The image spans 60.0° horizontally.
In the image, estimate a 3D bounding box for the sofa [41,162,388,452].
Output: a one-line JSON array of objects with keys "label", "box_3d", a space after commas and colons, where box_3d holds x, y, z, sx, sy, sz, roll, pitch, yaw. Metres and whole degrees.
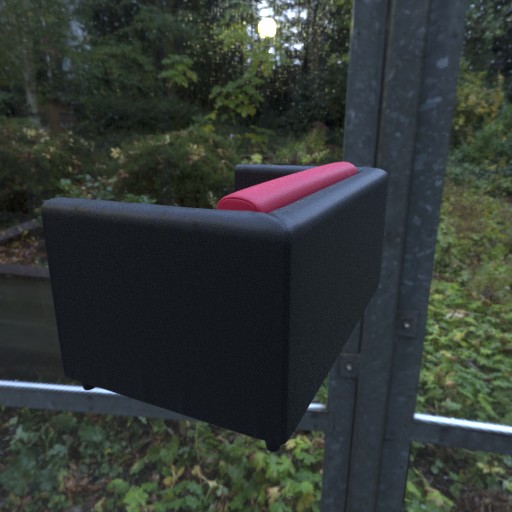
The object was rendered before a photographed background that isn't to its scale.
[{"label": "sofa", "box_3d": [0.000, 0.000, 1.901, 0.845, 0.735, 1.410, 8, 19, 24]}]
